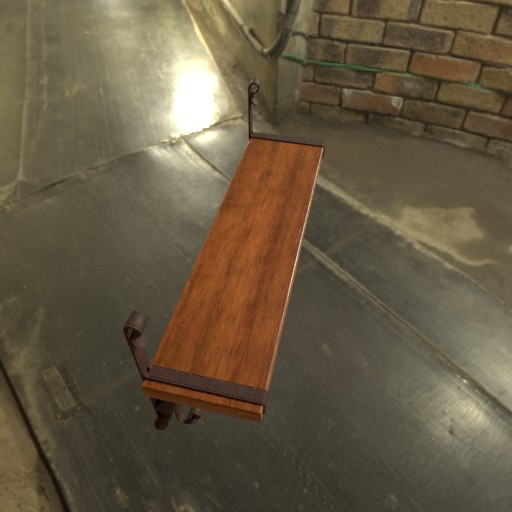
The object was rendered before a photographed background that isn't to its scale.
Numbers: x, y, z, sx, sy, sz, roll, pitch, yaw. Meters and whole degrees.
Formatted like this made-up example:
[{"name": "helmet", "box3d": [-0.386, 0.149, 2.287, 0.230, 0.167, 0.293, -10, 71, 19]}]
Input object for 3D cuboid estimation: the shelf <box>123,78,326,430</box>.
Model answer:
[{"name": "shelf", "box3d": [0.000, 0.000, 0.716, 0.146, 0.330, 0.567, 10, 48, 9]}]
